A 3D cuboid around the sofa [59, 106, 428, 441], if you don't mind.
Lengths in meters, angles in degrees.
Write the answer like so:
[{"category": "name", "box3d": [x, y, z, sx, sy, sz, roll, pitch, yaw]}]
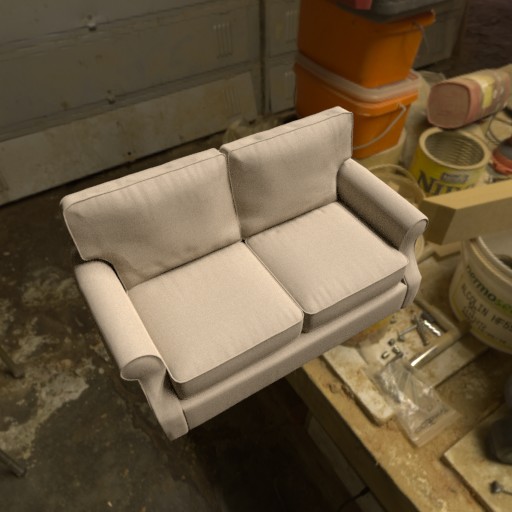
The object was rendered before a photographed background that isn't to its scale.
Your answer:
[{"category": "sofa", "box3d": [0.000, 0.000, 2.242, 1.665, 0.937, 0.964, -24, 51, -21]}]
